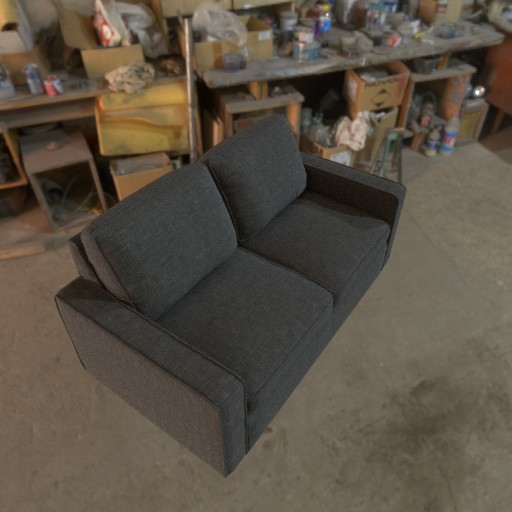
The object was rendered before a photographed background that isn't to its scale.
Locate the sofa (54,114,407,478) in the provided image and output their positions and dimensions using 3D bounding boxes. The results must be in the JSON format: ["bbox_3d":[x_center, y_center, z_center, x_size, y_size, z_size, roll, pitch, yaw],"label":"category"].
[{"bbox_3d":[0.000,0.000,2.278,0.947,0.918,1.709,25,47,26],"label":"sofa"}]
